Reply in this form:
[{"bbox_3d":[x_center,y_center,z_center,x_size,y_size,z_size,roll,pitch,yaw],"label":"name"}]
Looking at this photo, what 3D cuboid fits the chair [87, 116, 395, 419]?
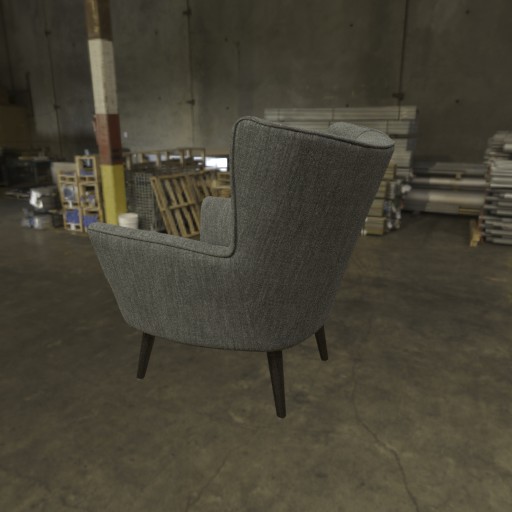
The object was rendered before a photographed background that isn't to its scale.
[{"bbox_3d":[0.000,0.000,1.592,0.888,0.933,0.781,8,18,27],"label":"chair"}]
